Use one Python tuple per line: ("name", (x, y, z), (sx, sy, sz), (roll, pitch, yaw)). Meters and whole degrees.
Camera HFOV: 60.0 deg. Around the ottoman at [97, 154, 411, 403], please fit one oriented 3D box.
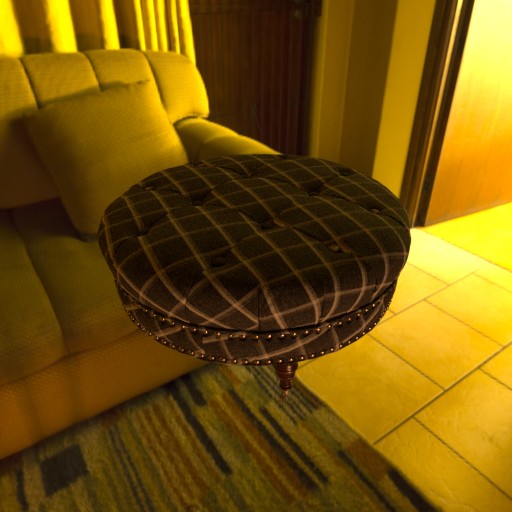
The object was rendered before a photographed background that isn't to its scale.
("ottoman", (0.000, 0.000, 1.386), (0.901, 0.439, 0.901), (0, 32, 0))
